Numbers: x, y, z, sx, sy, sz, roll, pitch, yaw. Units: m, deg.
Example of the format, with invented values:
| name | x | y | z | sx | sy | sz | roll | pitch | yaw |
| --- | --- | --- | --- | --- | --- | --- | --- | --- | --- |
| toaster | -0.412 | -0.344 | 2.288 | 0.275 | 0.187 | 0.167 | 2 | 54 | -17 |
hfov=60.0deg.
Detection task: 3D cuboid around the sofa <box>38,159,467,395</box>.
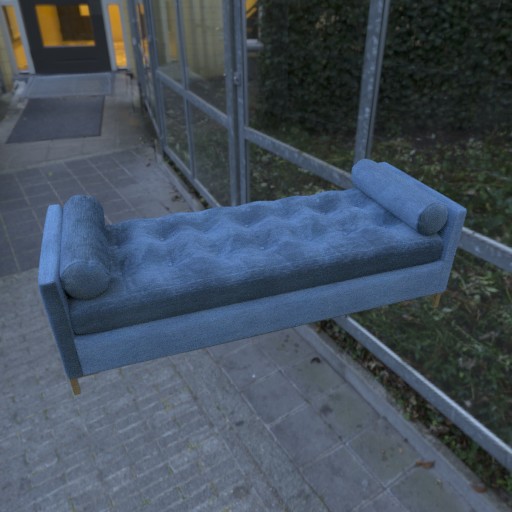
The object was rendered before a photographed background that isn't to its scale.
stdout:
| name | x | y | z | sx | sy | sz | roll | pitch | yaw |
| --- | --- | --- | --- | --- | --- | --- | --- | --- | --- |
| sofa | 0.000 | 0.000 | 2.484 | 2.102 | 0.705 | 0.796 | -10 | 33 | -16 |
